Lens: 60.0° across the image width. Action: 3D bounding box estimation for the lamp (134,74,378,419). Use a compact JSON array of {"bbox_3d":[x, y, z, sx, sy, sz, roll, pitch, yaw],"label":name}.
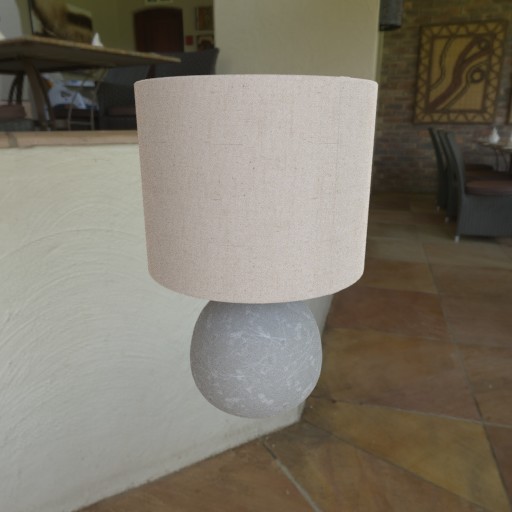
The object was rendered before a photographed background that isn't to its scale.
[{"bbox_3d":[0.000,0.000,0.566,0.269,0.409,0.269,-8,19,-25],"label":"lamp"}]
